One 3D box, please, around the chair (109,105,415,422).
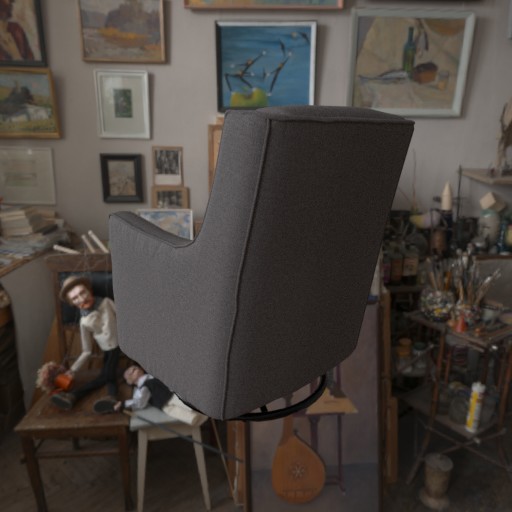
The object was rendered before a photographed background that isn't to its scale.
[{"bbox_3d":[0.000,0.000,1.592,0.732,0.993,0.879,-14,20,-41],"label":"chair"}]
